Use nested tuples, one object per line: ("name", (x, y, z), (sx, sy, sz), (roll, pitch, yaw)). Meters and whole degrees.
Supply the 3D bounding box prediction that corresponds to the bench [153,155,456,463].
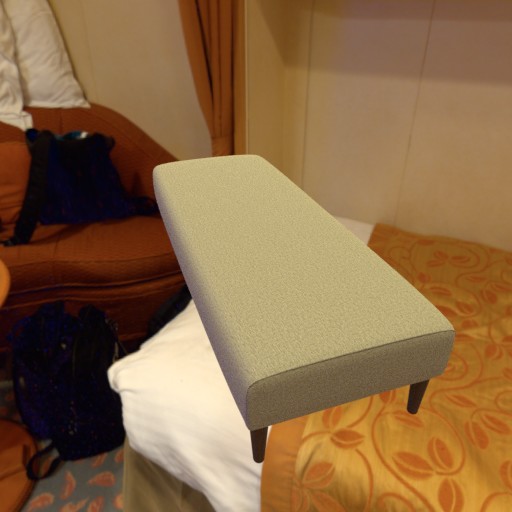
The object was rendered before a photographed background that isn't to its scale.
("bench", (0.000, 0.000, 1.823), (0.631, 0.383, 1.598), (-10, 32, -16))
